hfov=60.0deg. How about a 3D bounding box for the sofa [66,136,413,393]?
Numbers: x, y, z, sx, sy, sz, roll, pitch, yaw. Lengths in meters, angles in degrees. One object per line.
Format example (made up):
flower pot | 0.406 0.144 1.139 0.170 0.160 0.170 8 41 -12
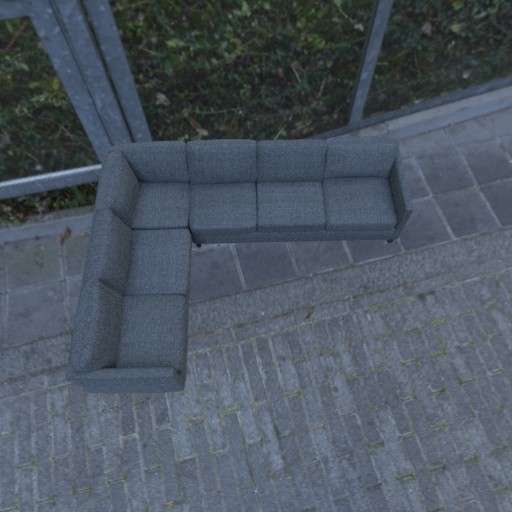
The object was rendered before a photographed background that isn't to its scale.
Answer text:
sofa | 0.000 0.000 4.548 3.302 0.947 2.593 -1 62 -1
